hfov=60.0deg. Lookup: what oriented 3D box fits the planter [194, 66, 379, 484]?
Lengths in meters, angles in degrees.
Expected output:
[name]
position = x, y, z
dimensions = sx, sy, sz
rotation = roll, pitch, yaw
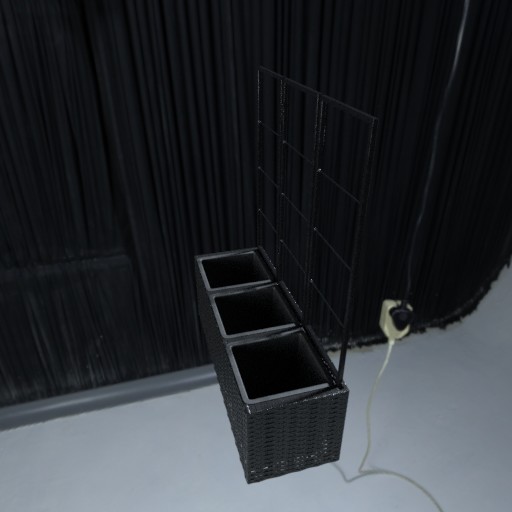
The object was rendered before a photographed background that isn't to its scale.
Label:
[planter]
position = 0.000, 0.000, 1.166
dimensions = 0.244, 0.841, 0.698
rotation = -8, 31, -14
